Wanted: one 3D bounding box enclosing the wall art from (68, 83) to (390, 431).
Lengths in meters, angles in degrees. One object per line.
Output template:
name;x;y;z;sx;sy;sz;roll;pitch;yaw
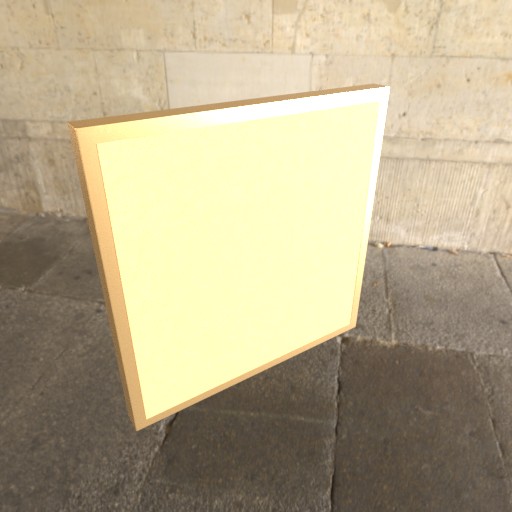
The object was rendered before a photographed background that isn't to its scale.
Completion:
wall art;0.000;0.000;0.455;0.305;0.305;0.023;-18;35;-28
